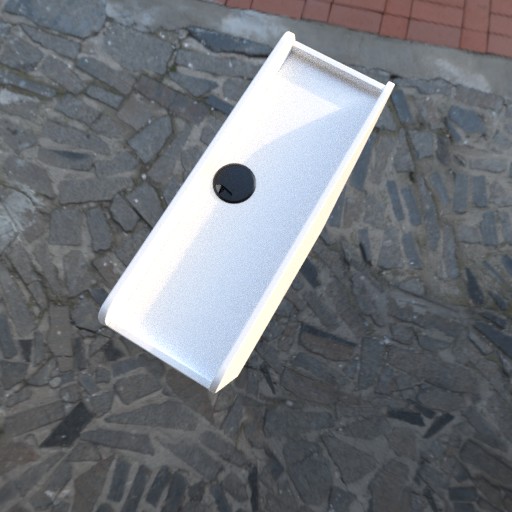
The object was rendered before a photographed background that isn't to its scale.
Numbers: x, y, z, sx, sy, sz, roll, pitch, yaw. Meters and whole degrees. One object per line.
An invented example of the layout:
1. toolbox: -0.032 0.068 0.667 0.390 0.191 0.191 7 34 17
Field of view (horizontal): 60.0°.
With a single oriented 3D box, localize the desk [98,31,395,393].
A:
1. desk: 0.000 0.000 1.505 0.278 1.190 0.795 30 78 7
